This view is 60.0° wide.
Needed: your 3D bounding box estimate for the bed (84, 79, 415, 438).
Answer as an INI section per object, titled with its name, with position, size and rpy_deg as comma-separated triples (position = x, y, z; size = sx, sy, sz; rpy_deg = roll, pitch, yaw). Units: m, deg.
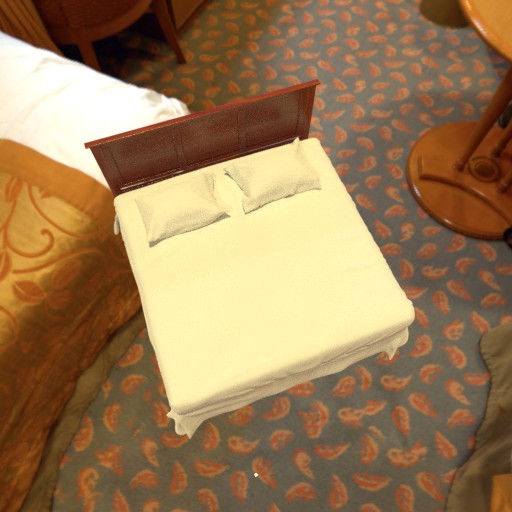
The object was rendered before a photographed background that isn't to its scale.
[bed]
position = 0.000, 0.000, 3.737
size = 2.314, 1.271, 2.219
rpy_deg = -18, 65, -9
